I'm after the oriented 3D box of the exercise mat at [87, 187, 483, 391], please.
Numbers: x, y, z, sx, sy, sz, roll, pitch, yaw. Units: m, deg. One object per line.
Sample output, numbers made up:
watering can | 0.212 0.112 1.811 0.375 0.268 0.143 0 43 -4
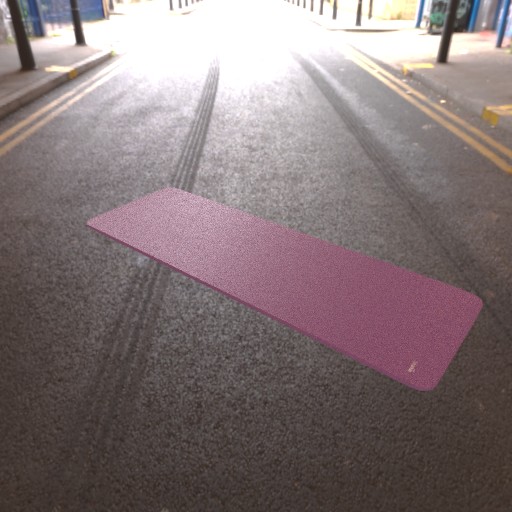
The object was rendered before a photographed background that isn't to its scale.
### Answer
exercise mat | 0.000 0.000 2.064 1.869 0.021 0.616 22 38 32
